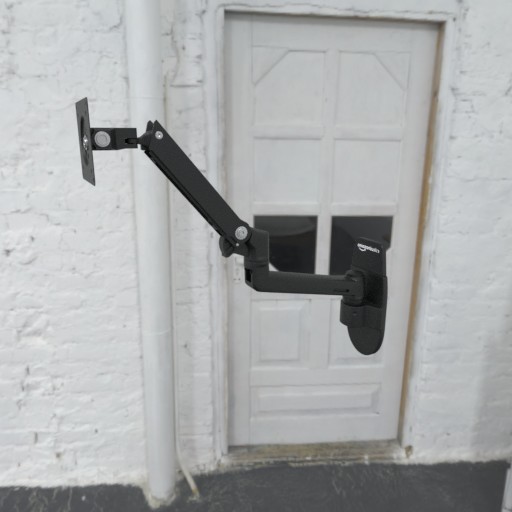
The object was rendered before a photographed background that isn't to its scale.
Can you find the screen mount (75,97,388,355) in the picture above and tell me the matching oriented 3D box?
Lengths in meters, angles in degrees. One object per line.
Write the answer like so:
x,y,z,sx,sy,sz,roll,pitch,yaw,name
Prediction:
0.000,0.000,0.725,0.495,0.466,0.115,-8,17,-26,screen mount
